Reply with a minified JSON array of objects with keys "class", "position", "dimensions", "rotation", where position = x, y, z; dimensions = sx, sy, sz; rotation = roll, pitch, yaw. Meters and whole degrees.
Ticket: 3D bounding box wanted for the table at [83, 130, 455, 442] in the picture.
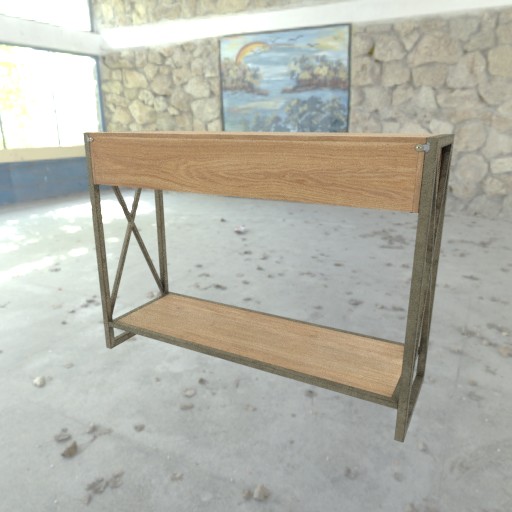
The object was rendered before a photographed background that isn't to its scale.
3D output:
[{"class":"table","position":[0.000,0.000,1.426],"dimensions":[1.059,0.763,0.361],"rotation":[9,19,27]}]
